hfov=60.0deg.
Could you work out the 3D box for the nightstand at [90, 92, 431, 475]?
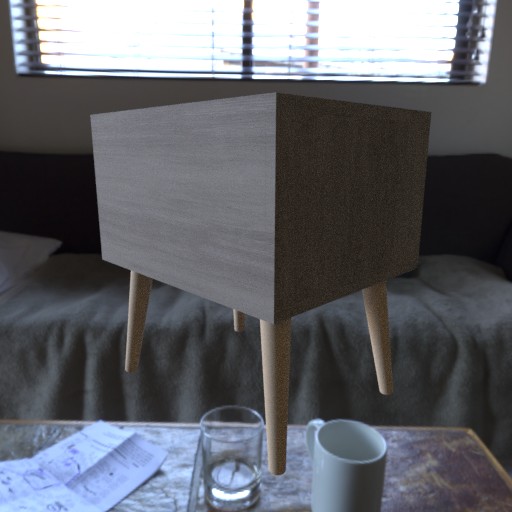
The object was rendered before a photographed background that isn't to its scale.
[{"bbox_3d":[0.000,0.000,0.816,0.380,0.500,0.450,-13,19,-43],"label":"nightstand"}]
